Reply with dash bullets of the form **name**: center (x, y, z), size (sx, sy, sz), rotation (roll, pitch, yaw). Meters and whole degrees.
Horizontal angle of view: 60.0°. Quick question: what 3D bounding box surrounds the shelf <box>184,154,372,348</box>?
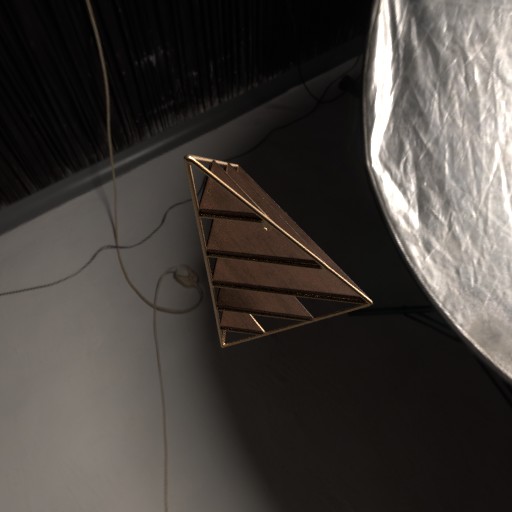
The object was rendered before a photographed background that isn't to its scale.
- **shelf**: center (0.000, 0.000, 1.157), size (0.294, 0.913, 0.564), rotation (-33, 64, -18)
